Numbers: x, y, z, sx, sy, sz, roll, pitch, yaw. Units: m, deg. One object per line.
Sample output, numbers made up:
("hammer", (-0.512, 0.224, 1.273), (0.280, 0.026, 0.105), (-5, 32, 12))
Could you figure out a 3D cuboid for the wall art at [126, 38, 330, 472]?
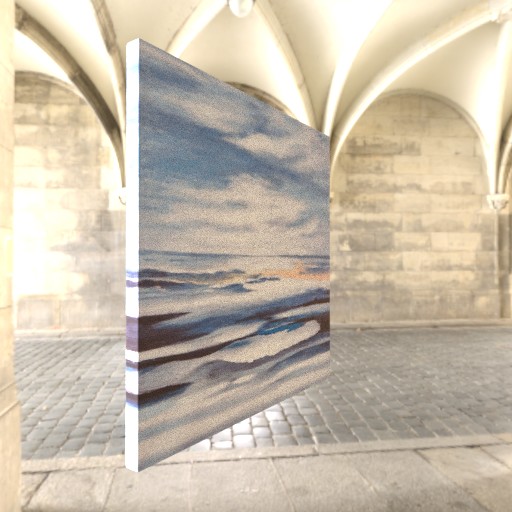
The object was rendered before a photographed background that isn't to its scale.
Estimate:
("wall art", (0.000, 0.000, 1.074), (0.035, 0.747, 0.747), (0, -1, 35))
